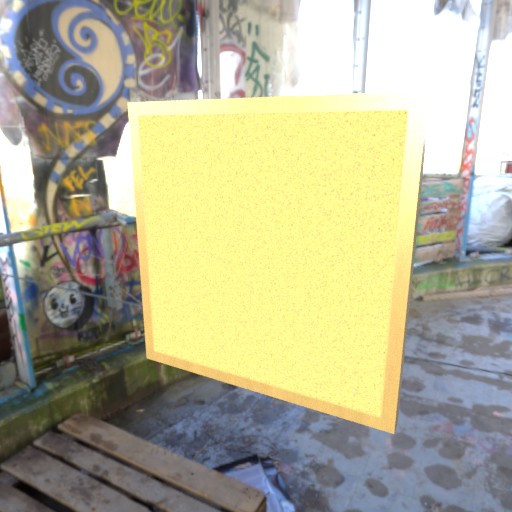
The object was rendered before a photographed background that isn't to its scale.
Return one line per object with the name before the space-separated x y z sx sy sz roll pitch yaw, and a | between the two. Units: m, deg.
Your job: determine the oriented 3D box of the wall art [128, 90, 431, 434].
wall art | 0.000 0.000 2.877 1.935 1.936 0.097 8 18 27
